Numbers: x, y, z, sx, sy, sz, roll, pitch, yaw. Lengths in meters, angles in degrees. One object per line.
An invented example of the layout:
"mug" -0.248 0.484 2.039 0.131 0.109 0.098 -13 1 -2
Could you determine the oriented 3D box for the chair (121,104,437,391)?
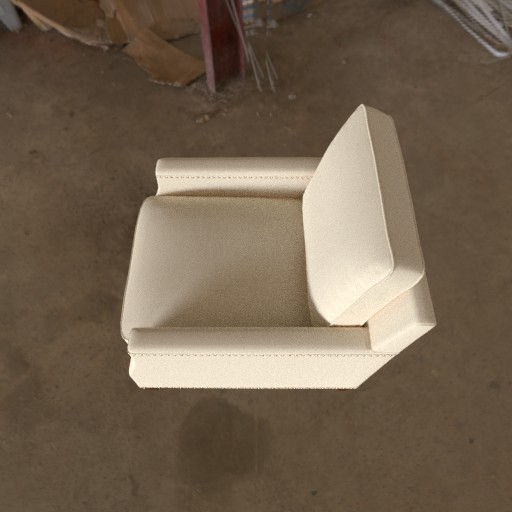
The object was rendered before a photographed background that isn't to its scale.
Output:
"chair" 0.000 0.000 1.727 1.014 0.943 0.853 0 59 0
